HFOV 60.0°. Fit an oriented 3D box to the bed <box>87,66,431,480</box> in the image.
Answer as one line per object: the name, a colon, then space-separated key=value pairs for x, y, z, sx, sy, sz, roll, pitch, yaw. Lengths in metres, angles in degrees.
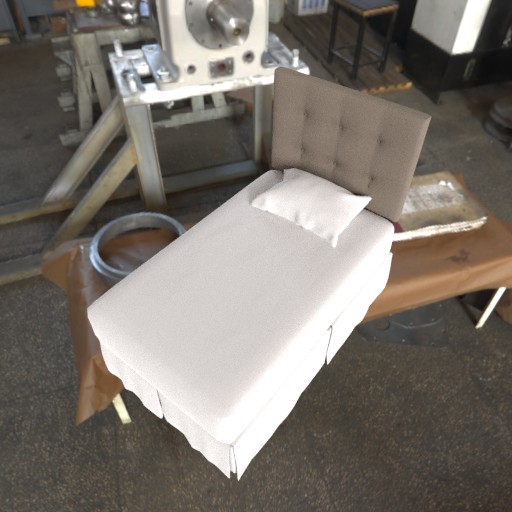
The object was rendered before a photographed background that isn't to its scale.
bed: x=0.000 y=0.000 z=2.917 sx=1.261 sy=1.571 sz=1.997 roll=30 pitch=53 yaw=26
